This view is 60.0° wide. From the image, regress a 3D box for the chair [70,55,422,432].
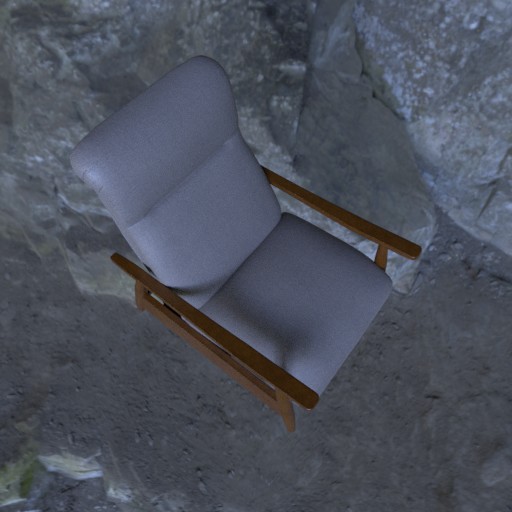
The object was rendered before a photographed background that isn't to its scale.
[{"bbox_3d":[0.000,0.000,1.774,1.032,1.082,0.762,34,65,18],"label":"chair"}]
